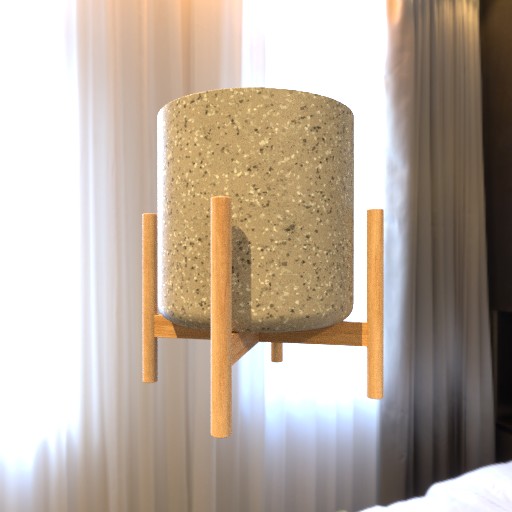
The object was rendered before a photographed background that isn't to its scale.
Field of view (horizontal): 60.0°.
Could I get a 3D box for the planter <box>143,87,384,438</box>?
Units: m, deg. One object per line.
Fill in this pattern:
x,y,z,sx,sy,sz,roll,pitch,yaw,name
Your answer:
0.000,0.000,0.699,0.360,0.419,0.360,0,0,36,planter
